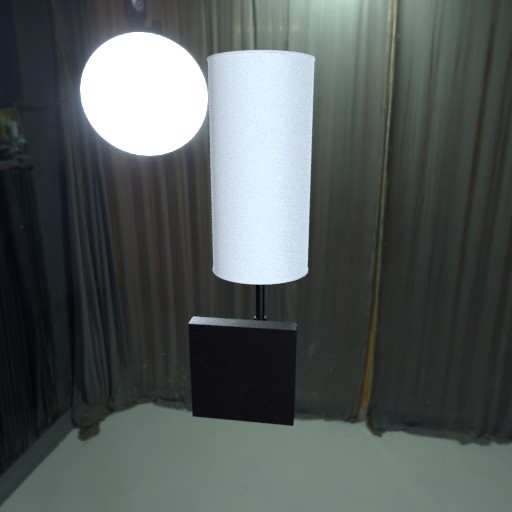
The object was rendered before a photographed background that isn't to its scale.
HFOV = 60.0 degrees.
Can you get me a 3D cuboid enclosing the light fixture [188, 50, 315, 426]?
[{"bbox_3d":[0.000,0.000,0.550,0.128,0.462,0.208,2,16,8],"label":"light fixture"}]
